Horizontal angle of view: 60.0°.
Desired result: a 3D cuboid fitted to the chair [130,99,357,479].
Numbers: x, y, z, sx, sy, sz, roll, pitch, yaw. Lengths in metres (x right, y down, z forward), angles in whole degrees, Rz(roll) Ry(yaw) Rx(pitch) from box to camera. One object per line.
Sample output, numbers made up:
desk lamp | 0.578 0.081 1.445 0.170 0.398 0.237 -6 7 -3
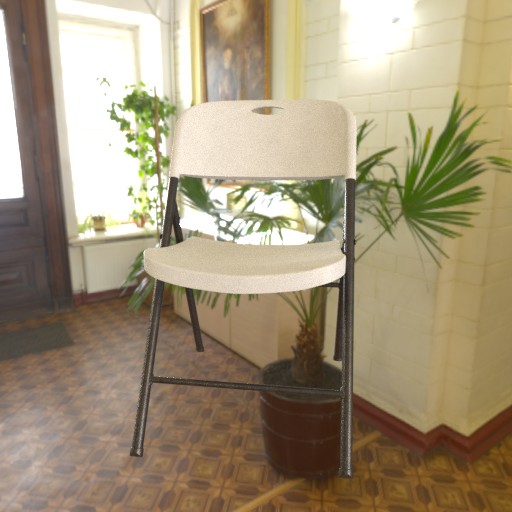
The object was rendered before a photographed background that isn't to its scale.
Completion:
chair | 0.000 0.000 1.131 0.494 0.810 0.566 2 14 8
